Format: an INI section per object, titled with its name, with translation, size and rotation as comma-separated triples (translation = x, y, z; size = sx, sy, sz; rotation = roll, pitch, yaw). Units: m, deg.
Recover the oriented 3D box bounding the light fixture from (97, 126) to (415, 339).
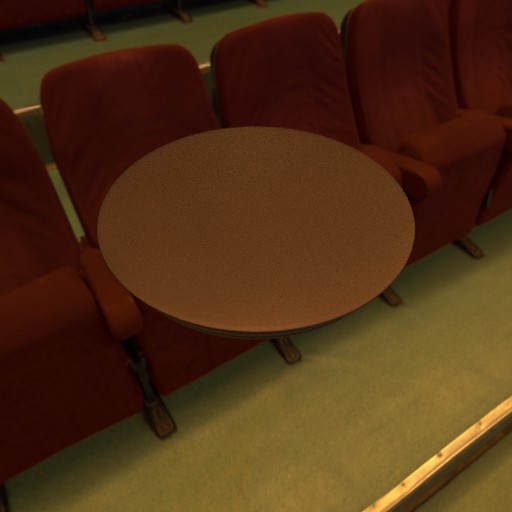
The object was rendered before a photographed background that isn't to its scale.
[light fixture]
translation = 0.000, 0.000, 0.449
size = 0.280, 0.135, 0.280
rotation = 0, 45, 0
